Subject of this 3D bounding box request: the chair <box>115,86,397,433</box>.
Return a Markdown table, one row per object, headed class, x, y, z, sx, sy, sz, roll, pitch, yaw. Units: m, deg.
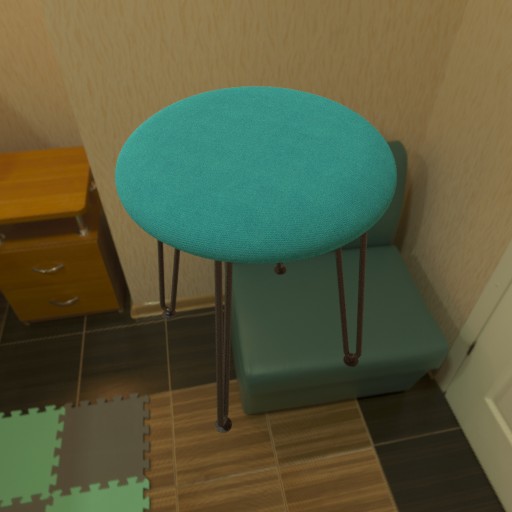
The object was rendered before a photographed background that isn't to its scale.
| class | x | y | z | sx | sy | sz | roll | pitch | yaw |
| --- | --- | --- | --- | --- | --- | --- | --- | --- | --- |
| chair | 0.000 | 0.000 | 0.686 | 0.350 | 0.430 | 0.350 | -31 | 52 | -27 |
